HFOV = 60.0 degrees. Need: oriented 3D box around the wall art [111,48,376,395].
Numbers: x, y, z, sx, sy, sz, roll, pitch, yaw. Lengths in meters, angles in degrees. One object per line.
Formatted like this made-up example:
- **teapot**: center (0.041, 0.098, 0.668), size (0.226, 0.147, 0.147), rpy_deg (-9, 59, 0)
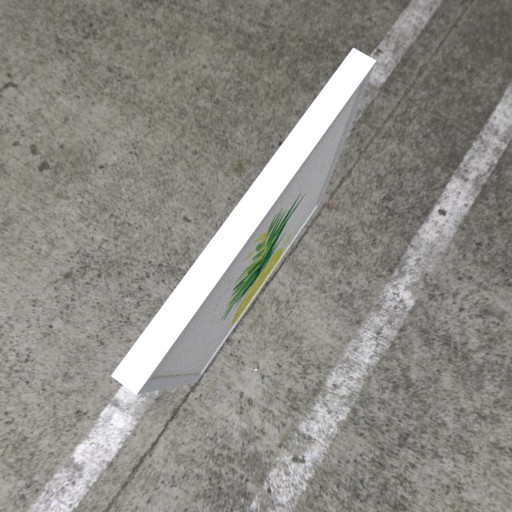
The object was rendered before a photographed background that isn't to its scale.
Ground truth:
- **wall art**: center (0.000, 0.000, 0.778), size (0.035, 0.507, 0.508), rpy_deg (34, 78, 8)
